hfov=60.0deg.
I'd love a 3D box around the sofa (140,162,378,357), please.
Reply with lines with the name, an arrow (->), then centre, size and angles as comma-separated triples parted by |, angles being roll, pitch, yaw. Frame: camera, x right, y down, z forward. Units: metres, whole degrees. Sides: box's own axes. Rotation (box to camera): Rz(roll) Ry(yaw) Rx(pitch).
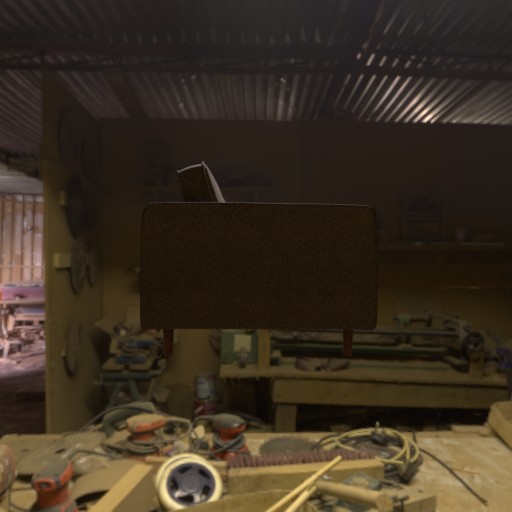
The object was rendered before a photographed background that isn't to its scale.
sofa -> 0.000, 0.000, 2.795 | 0.923, 0.813, 2.295 | 0, 1, -1
